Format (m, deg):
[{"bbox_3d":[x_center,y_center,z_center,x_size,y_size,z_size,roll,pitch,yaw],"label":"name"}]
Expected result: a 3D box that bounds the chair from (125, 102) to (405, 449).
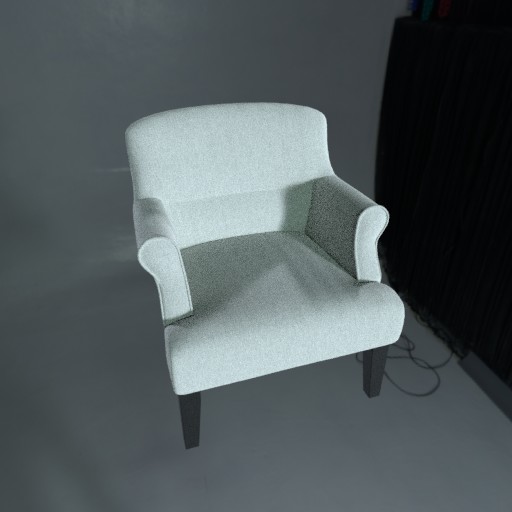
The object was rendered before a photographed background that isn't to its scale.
[{"bbox_3d":[0.000,0.000,1.512,0.781,0.875,0.750,-9,31,-16],"label":"chair"}]
